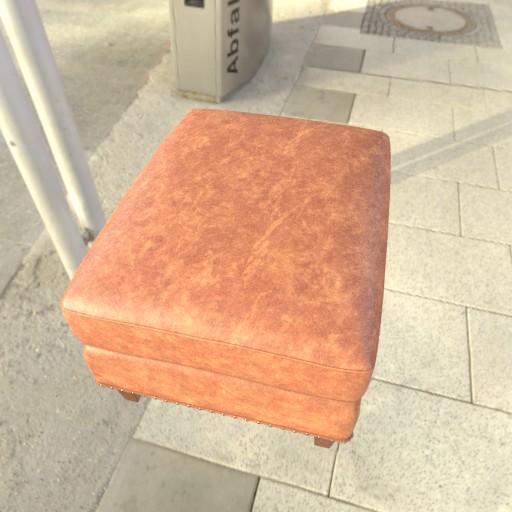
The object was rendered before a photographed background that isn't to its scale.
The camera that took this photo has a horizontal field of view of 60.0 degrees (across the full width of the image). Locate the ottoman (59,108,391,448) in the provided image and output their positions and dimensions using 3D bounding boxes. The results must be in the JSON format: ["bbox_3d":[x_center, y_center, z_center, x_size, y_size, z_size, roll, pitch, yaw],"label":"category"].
[{"bbox_3d":[0.000,0.000,1.117,0.586,0.486,0.742,10,47,9],"label":"ottoman"}]
